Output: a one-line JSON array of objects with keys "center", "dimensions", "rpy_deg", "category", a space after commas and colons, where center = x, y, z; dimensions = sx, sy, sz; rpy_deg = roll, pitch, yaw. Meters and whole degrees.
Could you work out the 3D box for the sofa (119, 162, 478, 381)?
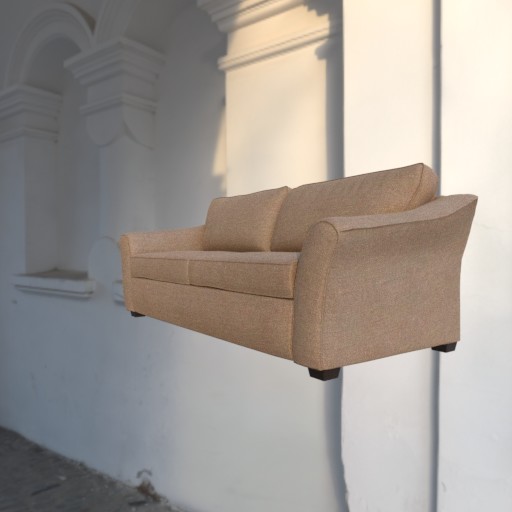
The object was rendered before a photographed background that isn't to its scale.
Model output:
[{"center": [0.000, 0.000, 2.701], "dimensions": [0.986, 0.906, 2.270], "rpy_deg": [-1, 1, -36], "category": "sofa"}]
